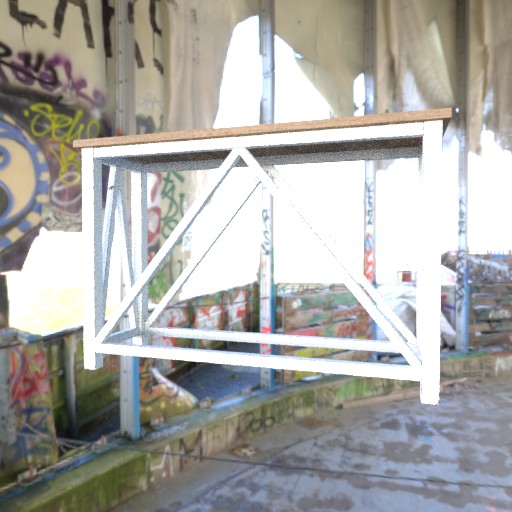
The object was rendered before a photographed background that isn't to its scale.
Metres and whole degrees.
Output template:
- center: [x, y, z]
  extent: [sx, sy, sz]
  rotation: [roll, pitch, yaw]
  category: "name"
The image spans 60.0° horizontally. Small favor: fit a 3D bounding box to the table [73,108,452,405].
- center: [0.000, 0.000, 1.794]
  extent: [1.400, 0.930, 0.450]
  rotation: [0, 2, 18]
  category: "table"
